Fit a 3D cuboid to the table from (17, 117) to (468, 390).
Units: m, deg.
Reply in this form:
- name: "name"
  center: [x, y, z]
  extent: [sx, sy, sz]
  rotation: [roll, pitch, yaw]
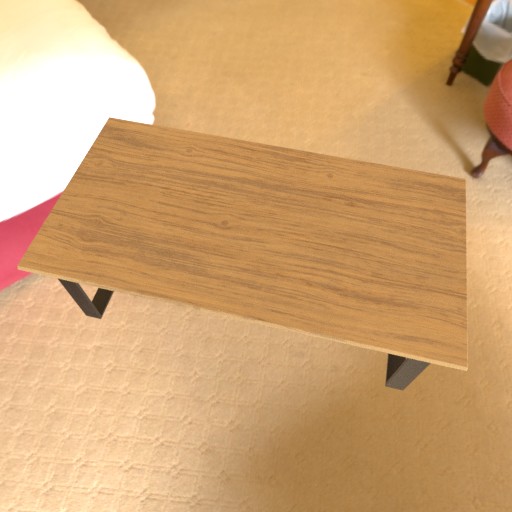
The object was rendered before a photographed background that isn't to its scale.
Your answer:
- name: "table"
  center: [0.000, 0.000, 1.626]
  extent: [1.331, 0.445, 0.693]
  rotation: [12, 59, 7]
